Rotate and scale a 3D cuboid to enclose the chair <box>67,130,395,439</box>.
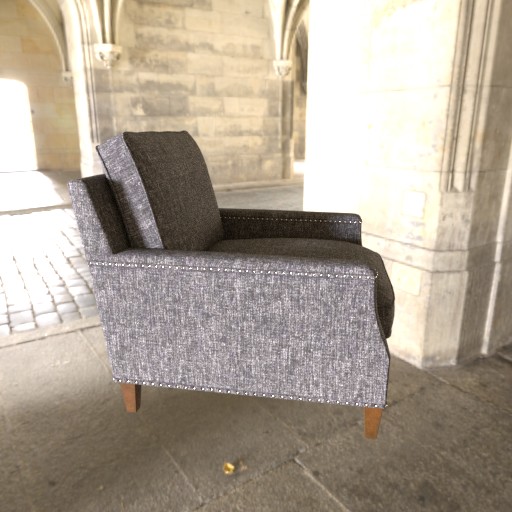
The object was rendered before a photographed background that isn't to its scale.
[{"bbox_3d":[0.000,0.000,1.733,1.014,0.943,0.853,3,17,9],"label":"chair"}]
